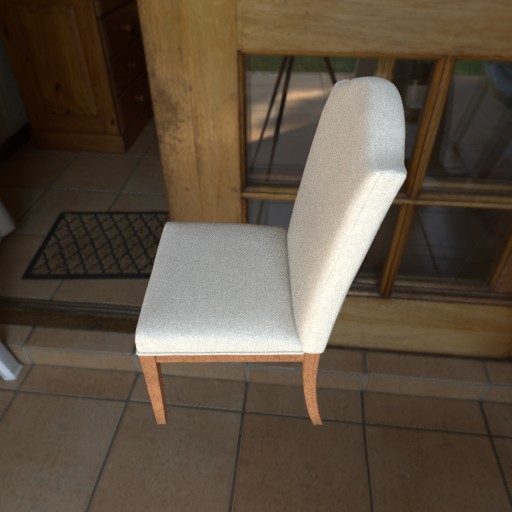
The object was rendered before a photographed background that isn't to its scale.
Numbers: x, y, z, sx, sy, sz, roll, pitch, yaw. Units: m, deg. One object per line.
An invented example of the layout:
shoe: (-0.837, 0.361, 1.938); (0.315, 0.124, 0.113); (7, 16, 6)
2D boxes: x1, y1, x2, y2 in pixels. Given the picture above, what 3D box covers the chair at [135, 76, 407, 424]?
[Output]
chair: (0.000, 0.000, 1.316); (0.648, 1.012, 0.534); (0, 40, 0)
